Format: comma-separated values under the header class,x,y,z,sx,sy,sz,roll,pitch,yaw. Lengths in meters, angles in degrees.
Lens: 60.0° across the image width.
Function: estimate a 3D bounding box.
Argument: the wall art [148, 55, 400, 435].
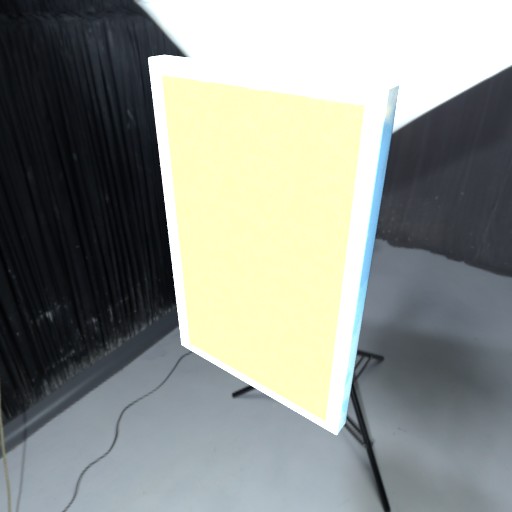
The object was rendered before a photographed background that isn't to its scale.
class,x,y,z,sx,sy,sz,roll,pitch,yaw
wall art,0.000,0.000,0.771,0.401,0.610,0.038,21,37,31
